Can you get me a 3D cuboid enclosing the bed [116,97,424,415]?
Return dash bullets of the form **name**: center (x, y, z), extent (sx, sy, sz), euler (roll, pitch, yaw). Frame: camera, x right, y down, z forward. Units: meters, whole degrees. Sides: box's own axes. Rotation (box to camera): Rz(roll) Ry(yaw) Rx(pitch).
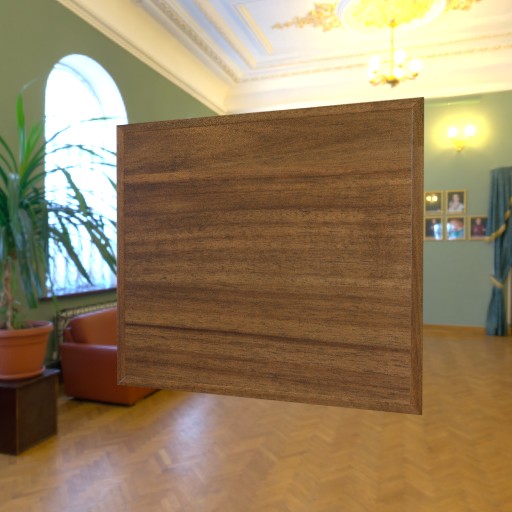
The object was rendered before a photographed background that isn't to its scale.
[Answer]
- **bed**: center (0.000, 0.000, 1.475), extent (1.041, 0.940, 0.043), euler (0, 1, 17)
